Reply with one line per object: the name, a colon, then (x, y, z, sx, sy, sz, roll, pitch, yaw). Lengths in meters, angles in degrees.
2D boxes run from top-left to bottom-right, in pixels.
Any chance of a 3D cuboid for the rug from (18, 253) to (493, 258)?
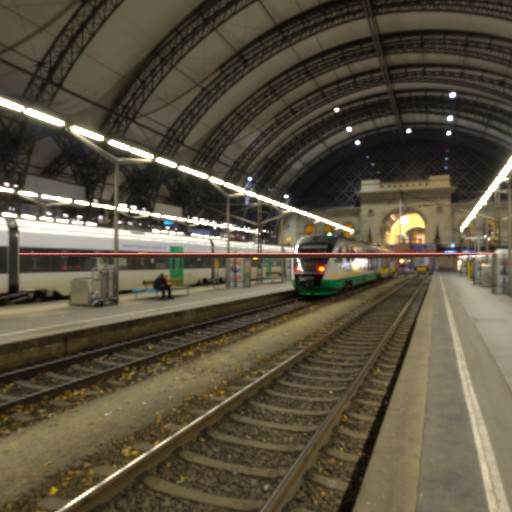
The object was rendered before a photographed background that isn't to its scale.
rug: (0.000, 0.000, 3.026, 2.423, 0.010, 1.534, 0, -1, 1)
